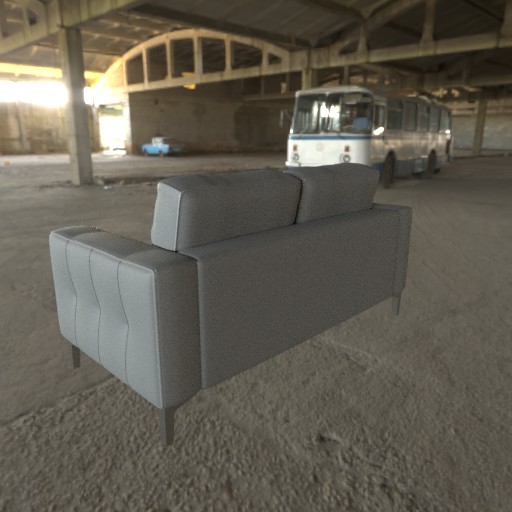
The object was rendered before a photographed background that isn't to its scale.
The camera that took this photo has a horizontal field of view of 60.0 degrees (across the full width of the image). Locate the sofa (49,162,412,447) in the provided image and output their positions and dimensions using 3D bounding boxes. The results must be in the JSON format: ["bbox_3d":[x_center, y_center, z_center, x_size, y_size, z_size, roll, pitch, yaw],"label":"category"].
[{"bbox_3d":[0.000,0.000,2.226,0.833,0.893,1.726,15,21,43],"label":"sofa"}]
